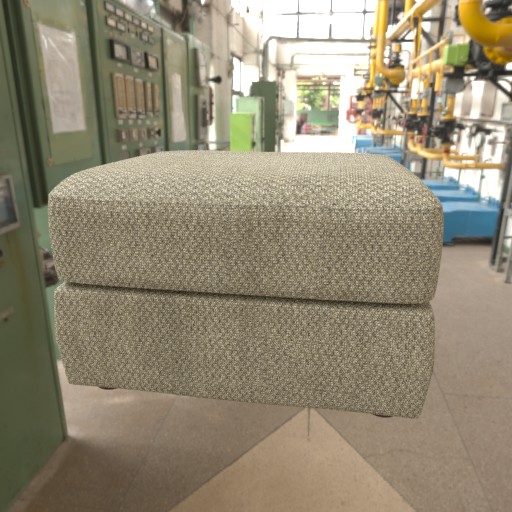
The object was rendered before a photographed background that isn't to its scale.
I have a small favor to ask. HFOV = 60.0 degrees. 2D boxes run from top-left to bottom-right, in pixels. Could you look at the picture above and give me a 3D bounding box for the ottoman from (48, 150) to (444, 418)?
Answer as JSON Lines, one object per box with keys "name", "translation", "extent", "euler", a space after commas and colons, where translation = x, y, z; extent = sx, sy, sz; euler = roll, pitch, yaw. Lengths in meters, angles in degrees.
{"name": "ottoman", "translation": [0.000, 0.000, 1.079], "extent": [0.751, 0.476, 0.603], "euler": [3, 18, 9]}
